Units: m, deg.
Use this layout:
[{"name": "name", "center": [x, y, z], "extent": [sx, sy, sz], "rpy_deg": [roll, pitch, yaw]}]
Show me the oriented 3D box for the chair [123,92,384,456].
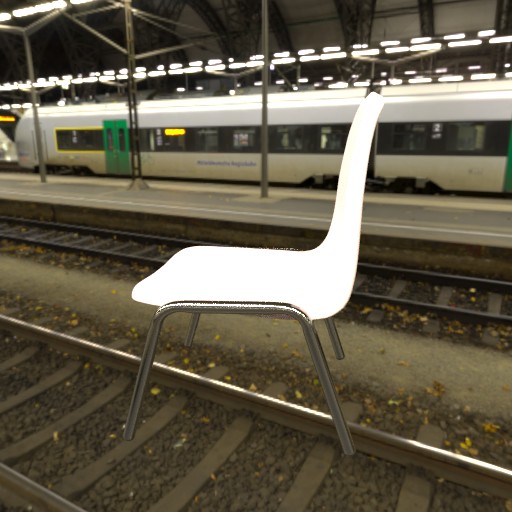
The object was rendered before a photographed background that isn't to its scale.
[{"name": "chair", "center": [0.000, 0.000, 0.784], "extent": [0.385, 0.537, 0.354], "rpy_deg": [2, 15, 8]}]
